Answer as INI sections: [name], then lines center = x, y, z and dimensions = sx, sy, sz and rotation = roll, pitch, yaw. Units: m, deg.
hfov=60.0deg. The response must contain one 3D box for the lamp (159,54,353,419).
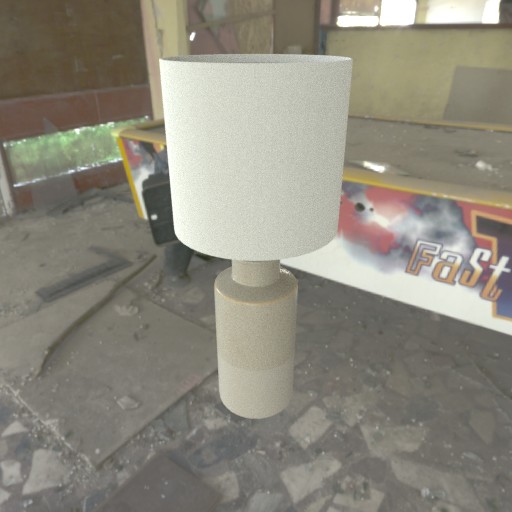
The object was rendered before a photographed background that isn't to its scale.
[lamp]
center = 0.000, 0.000, 0.603
dimensions = 0.212, 0.493, 0.212
rotation = -8, 28, -15
